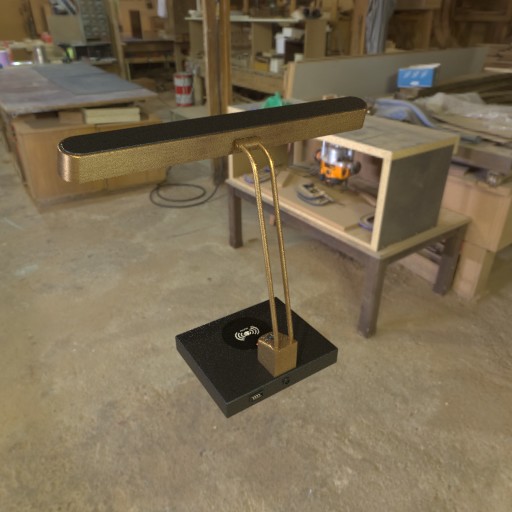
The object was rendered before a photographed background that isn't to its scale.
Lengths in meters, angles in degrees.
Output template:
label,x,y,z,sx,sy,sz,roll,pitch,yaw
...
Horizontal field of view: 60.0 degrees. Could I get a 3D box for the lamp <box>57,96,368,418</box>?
label,x,y,z,sx,sy,sz,roll,pitch,yaw
lamp,0.000,0.000,0.574,0.412,0.345,0.156,-18,35,-28
